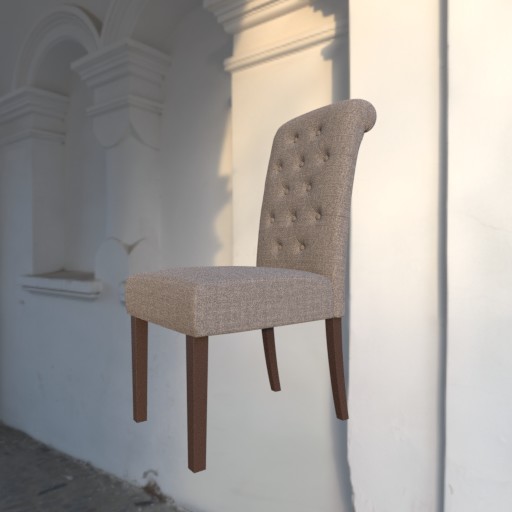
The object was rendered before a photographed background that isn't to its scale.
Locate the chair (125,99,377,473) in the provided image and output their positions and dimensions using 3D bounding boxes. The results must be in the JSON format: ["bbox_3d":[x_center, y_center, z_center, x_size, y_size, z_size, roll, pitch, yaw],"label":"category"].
[{"bbox_3d":[0.000,0.000,1.378,0.671,1.006,0.456,-1,1,-36],"label":"chair"}]
